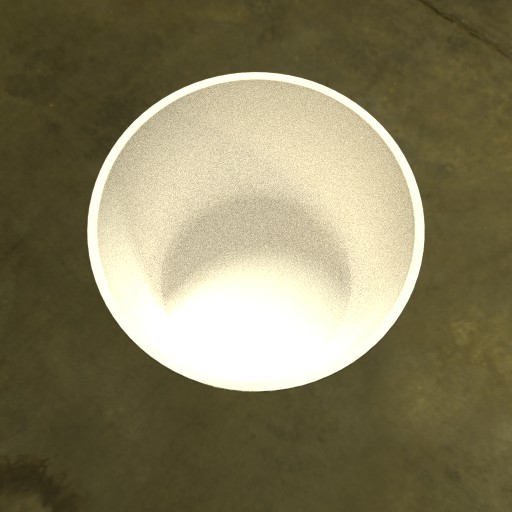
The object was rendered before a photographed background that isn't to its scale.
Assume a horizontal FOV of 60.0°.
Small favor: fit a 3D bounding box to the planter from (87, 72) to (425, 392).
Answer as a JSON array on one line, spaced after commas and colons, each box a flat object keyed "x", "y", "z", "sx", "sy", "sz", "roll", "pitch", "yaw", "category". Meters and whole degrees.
[{"x": 0.000, "y": 0.000, "z": 0.387, "sx": 0.221, "sy": 0.201, "sz": 0.221, "roll": 0, "pitch": 75, "yaw": 0, "category": "planter"}]
